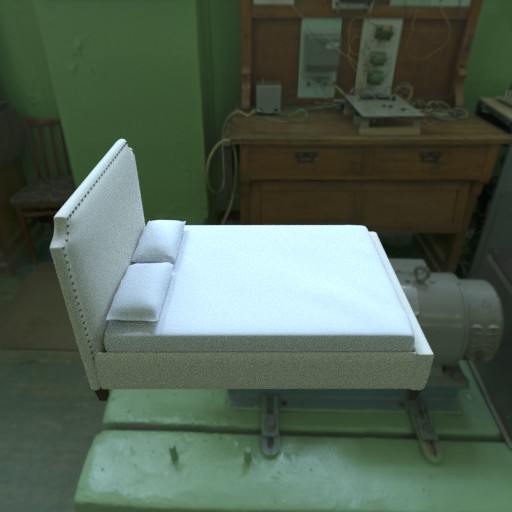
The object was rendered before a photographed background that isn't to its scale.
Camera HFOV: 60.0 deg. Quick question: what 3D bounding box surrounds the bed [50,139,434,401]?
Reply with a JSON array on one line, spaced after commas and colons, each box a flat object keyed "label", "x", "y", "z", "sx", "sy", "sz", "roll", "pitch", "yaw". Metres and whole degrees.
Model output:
[{"label": "bed", "x": 0.000, "y": 0.000, "z": 3.502, "sx": 2.372, "sy": 1.443, "sz": 1.712, "roll": 0, "pitch": 32, "yaw": 0}]
